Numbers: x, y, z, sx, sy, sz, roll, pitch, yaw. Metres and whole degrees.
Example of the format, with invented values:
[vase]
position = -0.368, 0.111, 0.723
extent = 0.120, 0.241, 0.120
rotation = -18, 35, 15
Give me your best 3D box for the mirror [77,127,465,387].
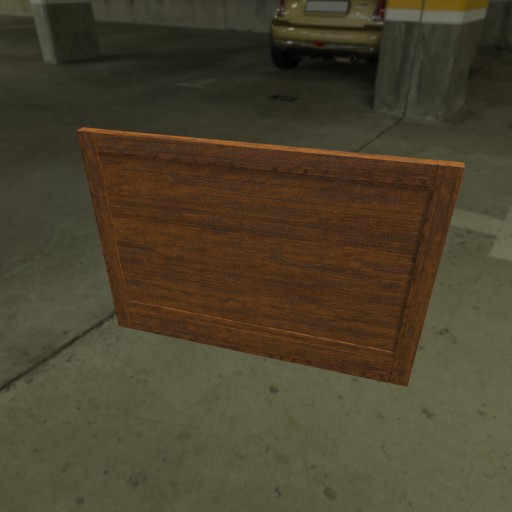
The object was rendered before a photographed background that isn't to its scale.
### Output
[mirror]
position = 0.000, 0.000, 1.012
extent = 0.758, 0.537, 0.084
rotation = 9, 33, 14
